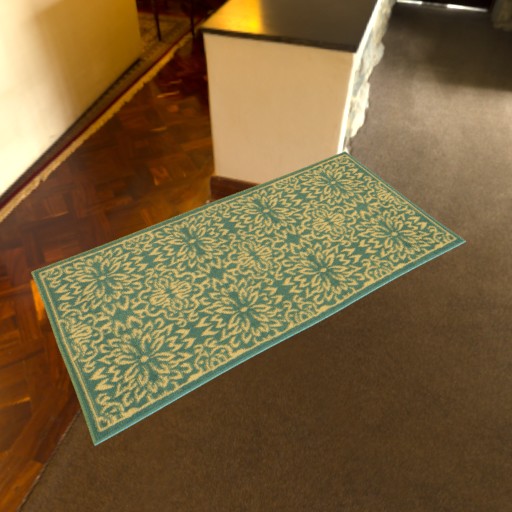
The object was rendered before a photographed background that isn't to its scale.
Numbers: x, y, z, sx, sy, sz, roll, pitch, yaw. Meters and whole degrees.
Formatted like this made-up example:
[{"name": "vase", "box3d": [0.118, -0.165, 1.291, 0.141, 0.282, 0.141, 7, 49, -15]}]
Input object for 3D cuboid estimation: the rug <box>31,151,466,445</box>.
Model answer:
[{"name": "rug", "box3d": [0.000, 0.000, 1.378, 1.219, 0.007, 0.604, -24, 51, -21]}]
